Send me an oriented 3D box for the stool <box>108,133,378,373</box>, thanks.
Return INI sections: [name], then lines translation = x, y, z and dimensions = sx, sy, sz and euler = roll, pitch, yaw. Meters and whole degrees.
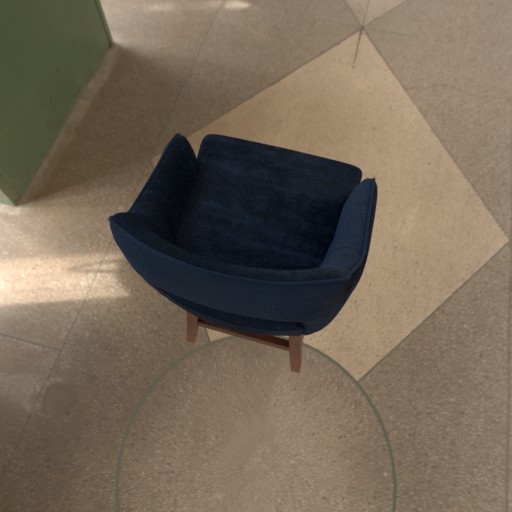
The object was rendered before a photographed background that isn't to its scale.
[stool]
translation = 0.000, 0.000, 1.253
dimensions = 0.550, 0.940, 0.560
euler = 14, 65, 7
